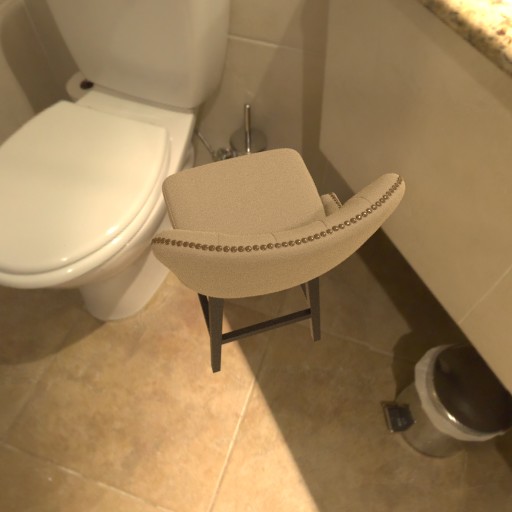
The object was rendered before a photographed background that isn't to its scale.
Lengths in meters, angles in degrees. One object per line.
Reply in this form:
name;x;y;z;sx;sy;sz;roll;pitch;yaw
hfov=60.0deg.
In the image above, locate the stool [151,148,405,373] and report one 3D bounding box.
stool;0.000;0.000;1.329;0.528;0.971;0.593;-15;59;-9
